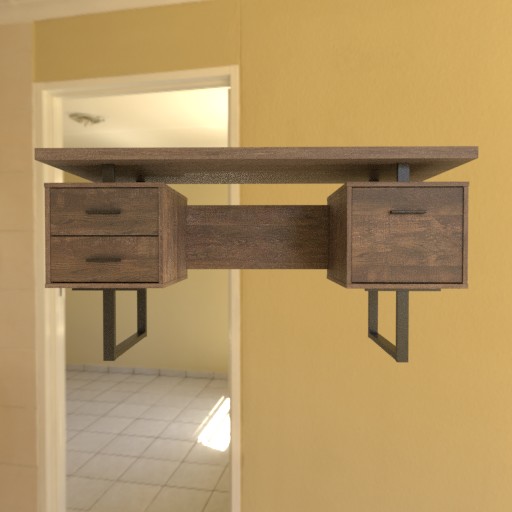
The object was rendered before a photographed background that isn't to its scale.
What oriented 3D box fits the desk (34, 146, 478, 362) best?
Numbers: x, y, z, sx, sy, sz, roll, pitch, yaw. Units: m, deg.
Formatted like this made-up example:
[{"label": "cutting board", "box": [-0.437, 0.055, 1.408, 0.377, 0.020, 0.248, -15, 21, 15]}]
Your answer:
[{"label": "desk", "box": [0.000, 0.000, 1.828, 1.524, 0.760, 0.600, 0, 1, 1]}]
